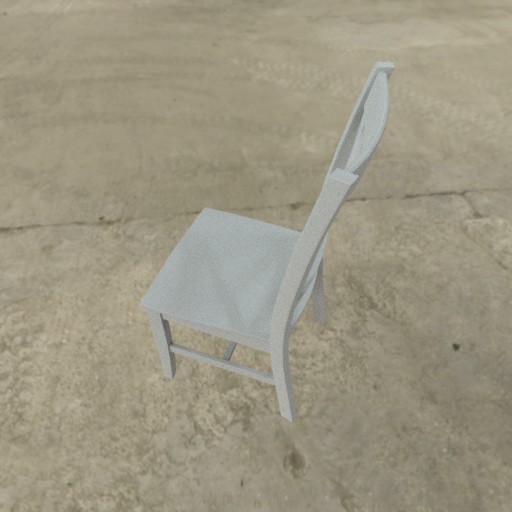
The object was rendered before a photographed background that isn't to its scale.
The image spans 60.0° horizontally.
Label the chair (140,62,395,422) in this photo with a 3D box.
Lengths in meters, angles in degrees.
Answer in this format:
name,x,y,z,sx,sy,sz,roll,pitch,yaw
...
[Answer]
name,x,y,z,sx,sy,sz,roll,pitch,yaw
chair,0.000,0.000,1.271,0.542,0.983,0.485,15,48,13
